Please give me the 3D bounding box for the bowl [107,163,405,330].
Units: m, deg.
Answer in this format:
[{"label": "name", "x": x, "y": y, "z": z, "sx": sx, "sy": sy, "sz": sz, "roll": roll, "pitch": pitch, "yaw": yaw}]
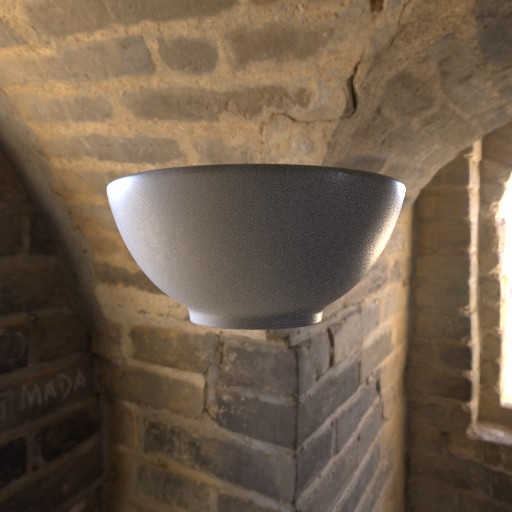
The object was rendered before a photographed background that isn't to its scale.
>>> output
[{"label": "bowl", "x": 0.000, "y": 0.000, "z": 0.420, "sx": 0.268, "sy": 0.121, "sz": 0.268, "roll": 0, "pitch": 0, "yaw": 0}]
